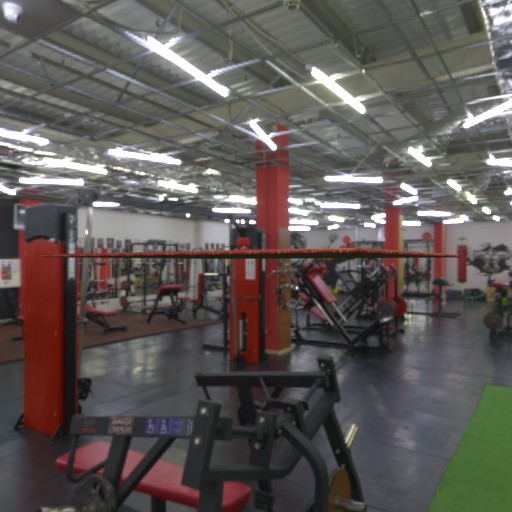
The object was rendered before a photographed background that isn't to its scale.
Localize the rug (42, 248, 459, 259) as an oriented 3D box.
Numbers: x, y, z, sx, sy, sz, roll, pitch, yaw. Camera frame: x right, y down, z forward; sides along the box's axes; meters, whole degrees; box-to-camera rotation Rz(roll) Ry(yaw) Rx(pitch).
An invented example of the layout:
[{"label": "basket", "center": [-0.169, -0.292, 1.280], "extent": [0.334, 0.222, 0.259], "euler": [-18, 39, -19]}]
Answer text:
[{"label": "rug", "center": [0.000, 0.000, 3.933], "extent": [2.905, 0.028, 2.340], "euler": [-1, -1, 36]}]
